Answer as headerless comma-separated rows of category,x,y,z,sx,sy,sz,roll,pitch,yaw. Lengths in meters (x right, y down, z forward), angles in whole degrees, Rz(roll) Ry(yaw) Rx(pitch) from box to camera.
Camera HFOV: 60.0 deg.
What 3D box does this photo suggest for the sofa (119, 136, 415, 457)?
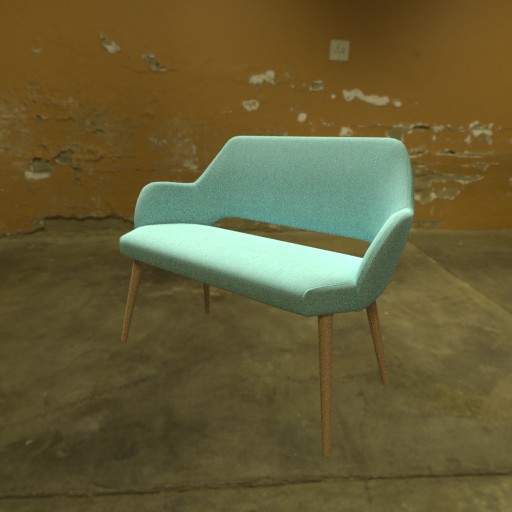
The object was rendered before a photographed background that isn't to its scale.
sofa,0.000,0.000,1.627,1.150,0.840,0.610,14,21,40
